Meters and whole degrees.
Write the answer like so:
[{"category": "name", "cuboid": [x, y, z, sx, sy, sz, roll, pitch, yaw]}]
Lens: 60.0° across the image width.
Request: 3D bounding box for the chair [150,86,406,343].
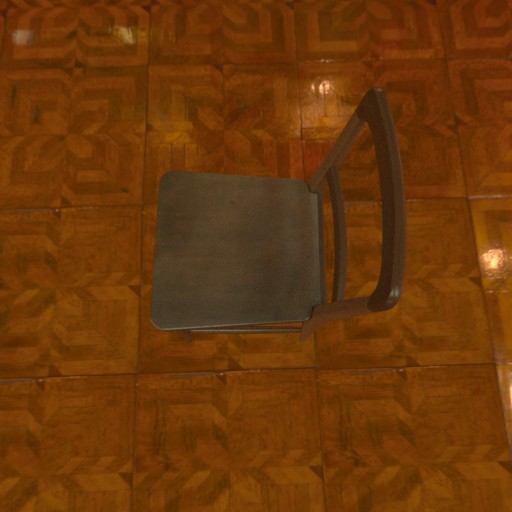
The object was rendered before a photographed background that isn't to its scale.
[{"category": "chair", "cuboid": [0.000, 0.000, 1.280, 0.546, 0.991, 0.450, 0, 75, 0]}]
